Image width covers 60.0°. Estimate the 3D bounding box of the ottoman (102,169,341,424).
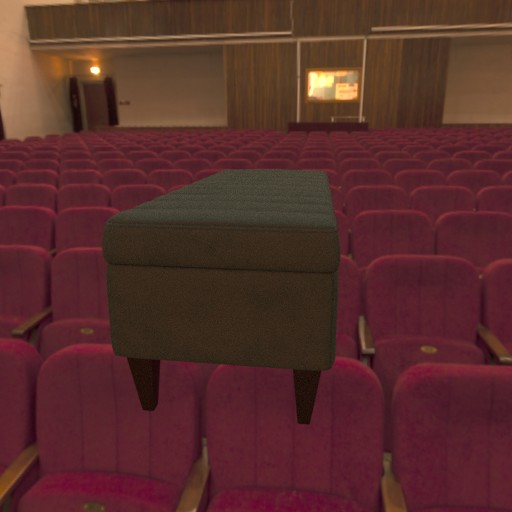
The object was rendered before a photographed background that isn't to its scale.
[{"bbox_3d":[0.000,0.000,1.439,0.482,0.469,1.151,2,16,8],"label":"ottoman"}]
